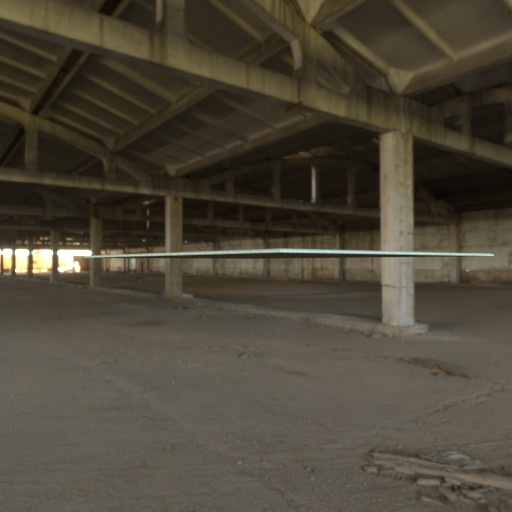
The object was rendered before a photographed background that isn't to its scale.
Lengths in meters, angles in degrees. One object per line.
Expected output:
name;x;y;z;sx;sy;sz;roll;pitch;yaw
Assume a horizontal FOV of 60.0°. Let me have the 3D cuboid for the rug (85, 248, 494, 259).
rug;0.000;0.000;2.306;1.219;0.012;1.840;1;-1;-37
